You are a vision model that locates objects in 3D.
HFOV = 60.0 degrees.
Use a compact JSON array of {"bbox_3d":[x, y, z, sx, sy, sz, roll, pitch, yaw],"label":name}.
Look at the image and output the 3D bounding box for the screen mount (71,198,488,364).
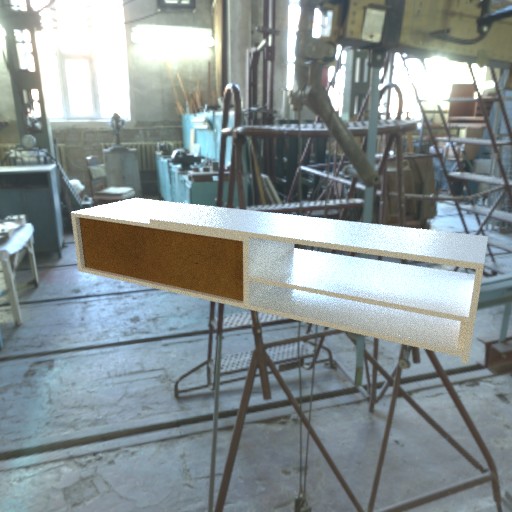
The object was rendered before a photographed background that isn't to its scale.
[{"bbox_3d":[0.000,0.000,1.847,1.680,0.320,0.420,9,20,27],"label":"screen mount"}]
